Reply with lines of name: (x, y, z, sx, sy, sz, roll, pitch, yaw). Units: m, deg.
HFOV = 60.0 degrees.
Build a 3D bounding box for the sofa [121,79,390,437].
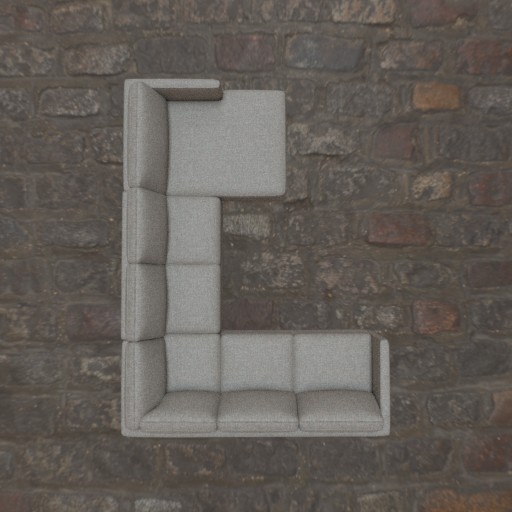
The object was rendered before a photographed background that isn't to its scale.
sofa: (0.000, 0.000, 4.425, 2.551, 0.889, 3.403, 0, 88, -1)
